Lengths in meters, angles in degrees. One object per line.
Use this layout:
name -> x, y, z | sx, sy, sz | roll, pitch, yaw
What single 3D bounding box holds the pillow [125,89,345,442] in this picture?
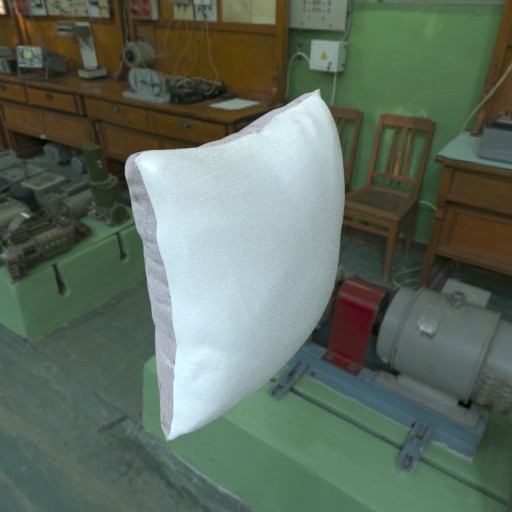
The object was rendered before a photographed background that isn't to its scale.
pillow -> 0.000, 0.000, 0.713 | 0.245, 0.448, 0.450 | 19, 36, 29
